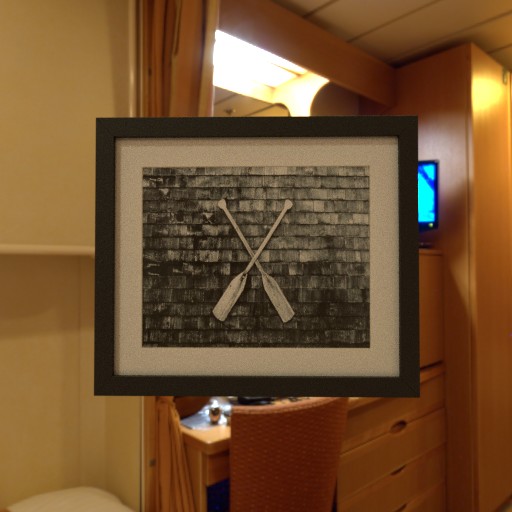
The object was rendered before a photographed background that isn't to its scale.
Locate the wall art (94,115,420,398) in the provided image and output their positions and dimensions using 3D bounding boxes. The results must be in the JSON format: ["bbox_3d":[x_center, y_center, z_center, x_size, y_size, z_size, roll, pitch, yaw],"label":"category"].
[{"bbox_3d":[0.000,0.000,0.536,0.381,0.330,0.029,0,-1,1],"label":"wall art"}]
